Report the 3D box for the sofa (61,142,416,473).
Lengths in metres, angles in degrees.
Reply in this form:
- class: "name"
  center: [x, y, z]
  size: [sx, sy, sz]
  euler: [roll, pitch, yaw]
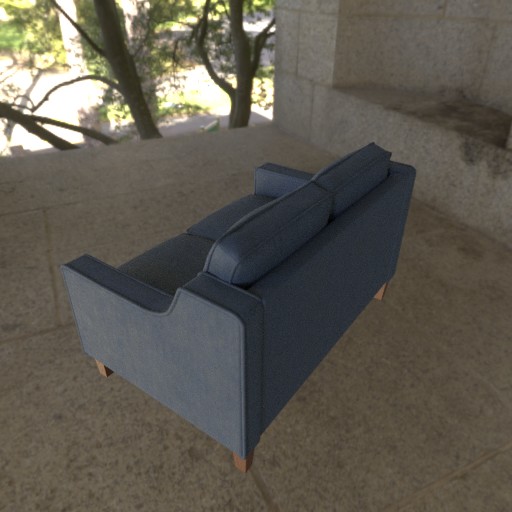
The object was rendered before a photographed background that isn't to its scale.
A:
- class: "sofa"
  center: [0.000, 0.000, 2.206]
  size: [0.987, 0.971, 1.501]
  euler: [21, 38, 30]
